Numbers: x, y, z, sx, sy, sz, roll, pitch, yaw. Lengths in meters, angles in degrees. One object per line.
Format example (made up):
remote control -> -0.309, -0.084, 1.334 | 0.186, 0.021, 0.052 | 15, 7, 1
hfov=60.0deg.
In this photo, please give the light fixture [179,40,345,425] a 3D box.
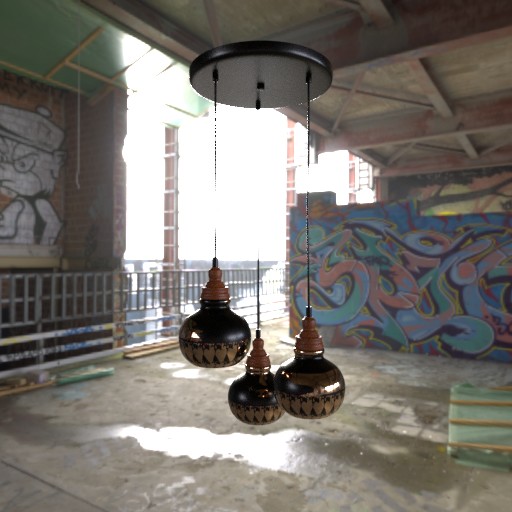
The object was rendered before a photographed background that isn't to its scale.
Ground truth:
light fixture -> 0.000, 0.000, 1.711 | 0.605, 1.410, 0.608 | 0, -1, -37
